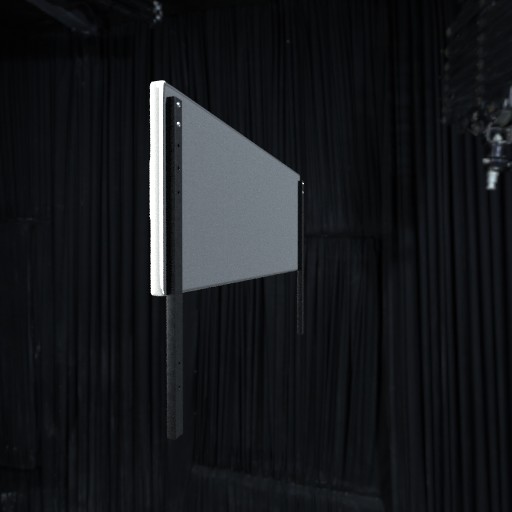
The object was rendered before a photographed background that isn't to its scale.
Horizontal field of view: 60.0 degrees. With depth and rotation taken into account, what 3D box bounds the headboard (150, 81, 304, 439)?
[{"bbox_3d":[0.000,0.000,2.845,0.120,1.410,2.362,0,1,19],"label":"headboard"}]
